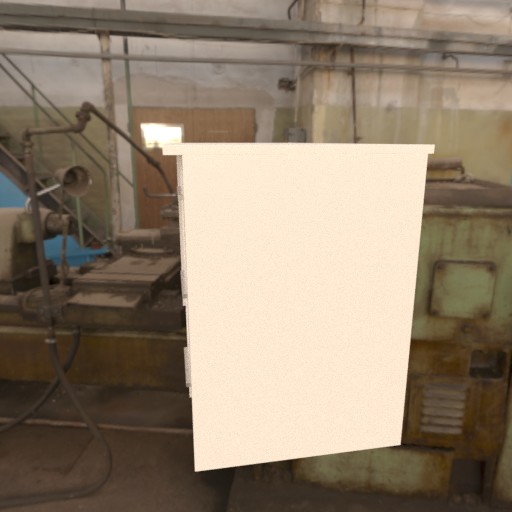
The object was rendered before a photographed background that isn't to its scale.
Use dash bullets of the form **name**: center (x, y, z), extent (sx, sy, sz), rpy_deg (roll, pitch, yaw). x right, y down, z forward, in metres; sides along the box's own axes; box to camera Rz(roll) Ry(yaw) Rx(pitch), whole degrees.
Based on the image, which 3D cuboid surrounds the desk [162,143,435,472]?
- **desk**: center (0.000, 0.000, 1.494), extent (0.560, 0.735, 1.097), rpy_deg (-3, 15, -10)
